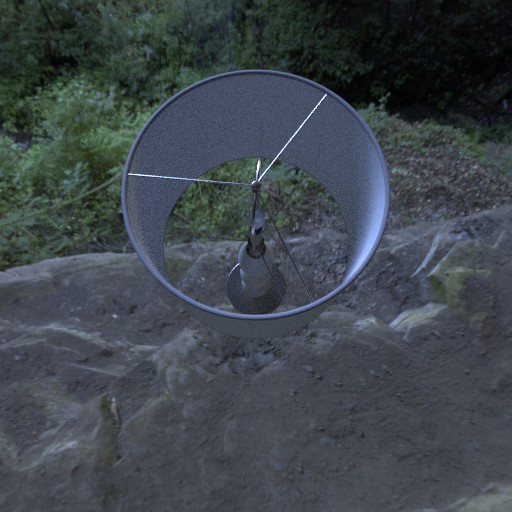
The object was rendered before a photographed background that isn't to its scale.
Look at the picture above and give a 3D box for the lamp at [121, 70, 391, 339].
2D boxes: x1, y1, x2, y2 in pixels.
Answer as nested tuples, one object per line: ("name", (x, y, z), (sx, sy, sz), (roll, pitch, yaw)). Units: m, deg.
("lamp", (0.000, 0.000, 0.728), (0.280, 0.559, 0.282), (5, 75, 1))
